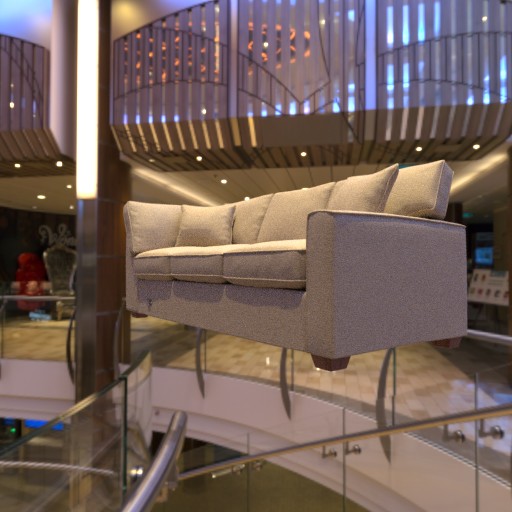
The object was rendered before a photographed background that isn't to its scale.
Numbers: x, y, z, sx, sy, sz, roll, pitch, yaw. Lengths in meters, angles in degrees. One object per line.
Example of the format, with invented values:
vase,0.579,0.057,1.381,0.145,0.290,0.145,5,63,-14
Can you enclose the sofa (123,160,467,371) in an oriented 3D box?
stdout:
sofa,0.000,0.000,2.924,1.061,0.962,2.317,1,-1,-36
